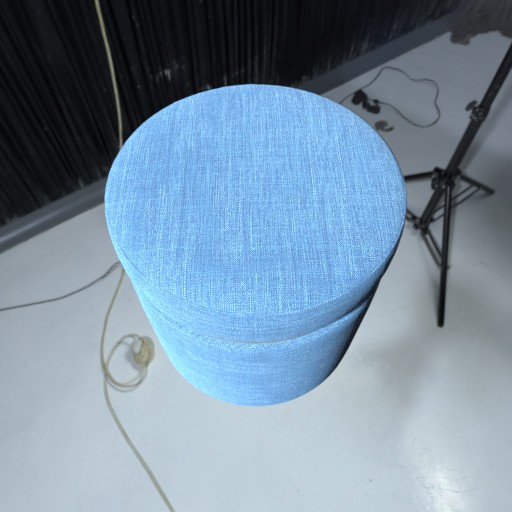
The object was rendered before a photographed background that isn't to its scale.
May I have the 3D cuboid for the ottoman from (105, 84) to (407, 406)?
[{"bbox_3d":[0.000,0.000,0.737,0.398,0.406,0.398,0,58,0],"label":"ottoman"}]
